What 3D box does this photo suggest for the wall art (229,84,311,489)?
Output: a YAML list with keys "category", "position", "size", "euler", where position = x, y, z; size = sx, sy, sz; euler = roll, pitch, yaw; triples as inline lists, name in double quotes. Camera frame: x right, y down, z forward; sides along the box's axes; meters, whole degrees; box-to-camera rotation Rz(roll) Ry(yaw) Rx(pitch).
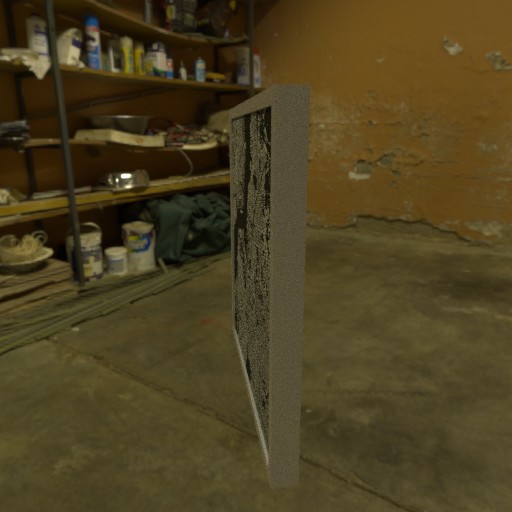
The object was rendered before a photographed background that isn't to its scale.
- category: "wall art"
  position: [0.000, 0.000, 0.768]
  size: [0.038, 0.506, 0.506]
  euler: [-2, 16, -8]
